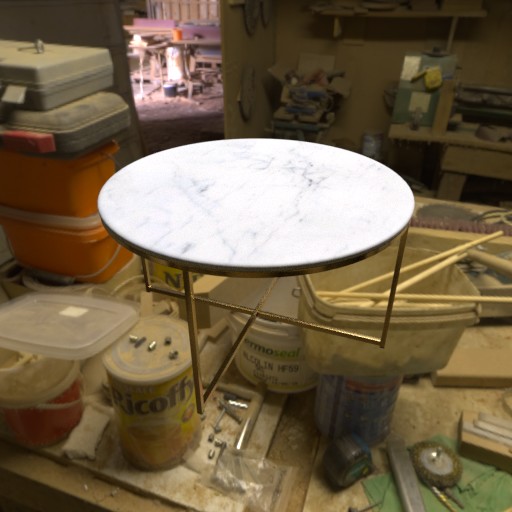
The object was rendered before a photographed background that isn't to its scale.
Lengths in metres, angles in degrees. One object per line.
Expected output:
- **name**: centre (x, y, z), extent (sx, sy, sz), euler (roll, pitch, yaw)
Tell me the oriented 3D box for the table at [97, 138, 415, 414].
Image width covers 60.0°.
- **table**: centre (0.000, 0.000, 1.283), extent (0.800, 0.450, 0.800), euler (0, 32, 0)
